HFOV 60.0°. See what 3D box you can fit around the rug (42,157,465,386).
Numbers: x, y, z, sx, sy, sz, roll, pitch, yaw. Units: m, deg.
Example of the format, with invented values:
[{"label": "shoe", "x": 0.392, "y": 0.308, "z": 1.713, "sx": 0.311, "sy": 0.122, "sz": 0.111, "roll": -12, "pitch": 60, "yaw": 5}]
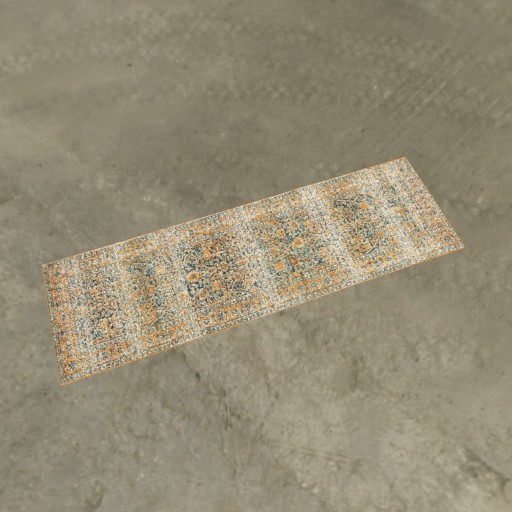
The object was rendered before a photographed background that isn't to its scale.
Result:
[{"label": "rug", "x": 0.000, "y": 0.000, "z": 2.504, "sx": 2.294, "sy": 0.014, "sz": 0.704, "roll": -18, "pitch": 64, "yaw": -9}]
